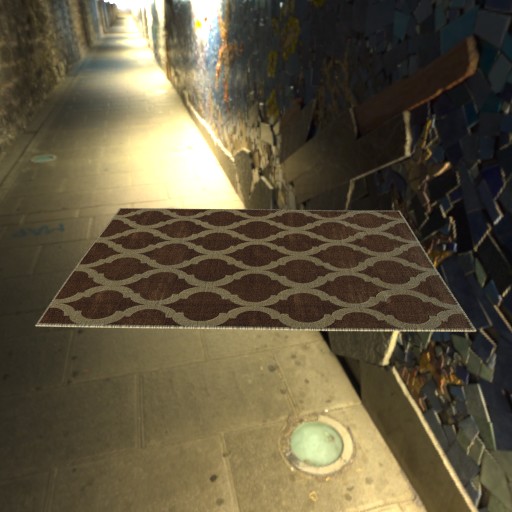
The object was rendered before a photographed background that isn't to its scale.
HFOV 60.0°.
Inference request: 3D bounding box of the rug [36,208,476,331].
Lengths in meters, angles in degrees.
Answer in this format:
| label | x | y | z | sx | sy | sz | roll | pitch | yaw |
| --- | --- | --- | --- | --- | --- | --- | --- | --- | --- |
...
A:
| label | x | y | z | sx | sy | sz | roll | pitch | yaw |
| --- | --- | --- | --- | --- | --- | --- | --- | --- | --- |
| rug | 0.000 | 0.000 | 2.938 | 2.284 | 0.008 | 1.522 | 1 | 30 | 1 |
